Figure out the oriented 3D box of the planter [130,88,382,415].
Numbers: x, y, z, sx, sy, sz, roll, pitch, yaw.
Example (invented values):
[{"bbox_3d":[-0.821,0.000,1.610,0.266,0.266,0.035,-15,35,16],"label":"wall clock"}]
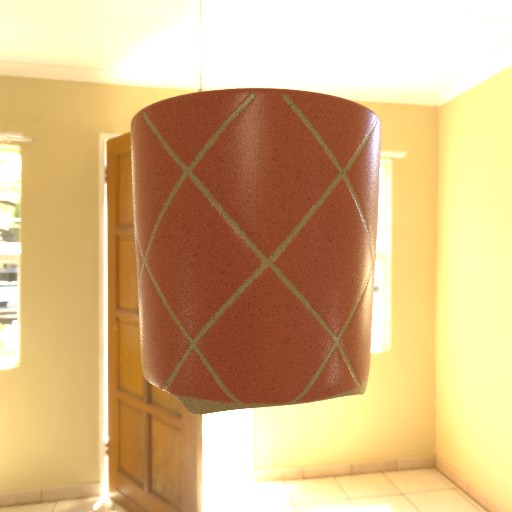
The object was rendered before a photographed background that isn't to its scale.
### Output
[{"bbox_3d":[0.000,0.000,0.418,0.227,0.235,0.227,0,0,0],"label":"planter"}]
